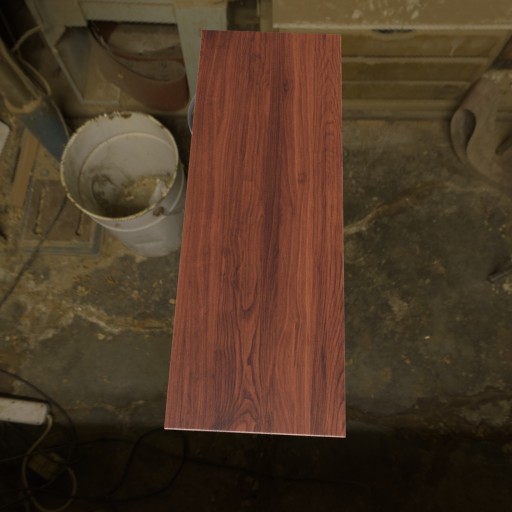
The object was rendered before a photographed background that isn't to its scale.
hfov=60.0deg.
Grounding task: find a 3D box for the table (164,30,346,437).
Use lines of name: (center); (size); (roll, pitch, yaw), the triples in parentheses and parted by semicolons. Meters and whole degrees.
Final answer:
table: (0.000, 0.000, 1.349); (0.380, 0.790, 0.930); (2, 74, 1)
